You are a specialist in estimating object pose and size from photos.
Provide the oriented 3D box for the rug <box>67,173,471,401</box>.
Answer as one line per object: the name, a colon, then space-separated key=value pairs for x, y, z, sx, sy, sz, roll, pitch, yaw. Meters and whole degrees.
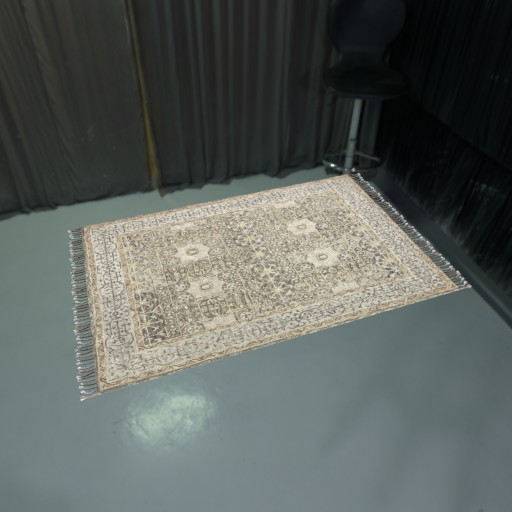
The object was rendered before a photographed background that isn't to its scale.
rug: x=0.000 y=0.000 z=2.550 sx=2.029 sy=0.010 sz=1.237 roll=-13 pitch=43 yaw=-15
